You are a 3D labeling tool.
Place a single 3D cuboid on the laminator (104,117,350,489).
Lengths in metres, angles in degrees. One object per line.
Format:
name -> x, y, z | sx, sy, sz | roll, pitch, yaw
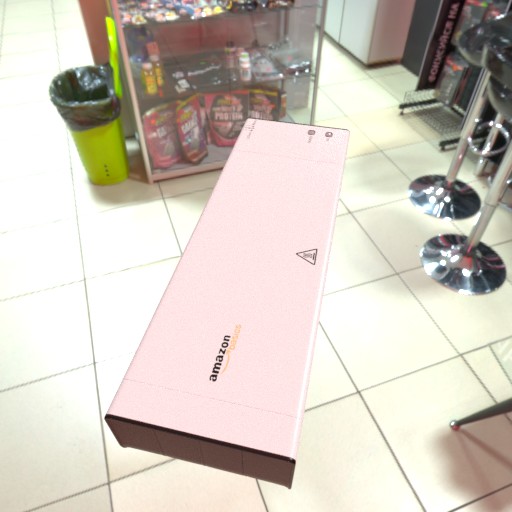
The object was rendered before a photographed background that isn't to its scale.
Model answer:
laminator -> 0.000, 0.000, 0.380 | 0.123, 0.062, 0.340 | 10, 48, 9
